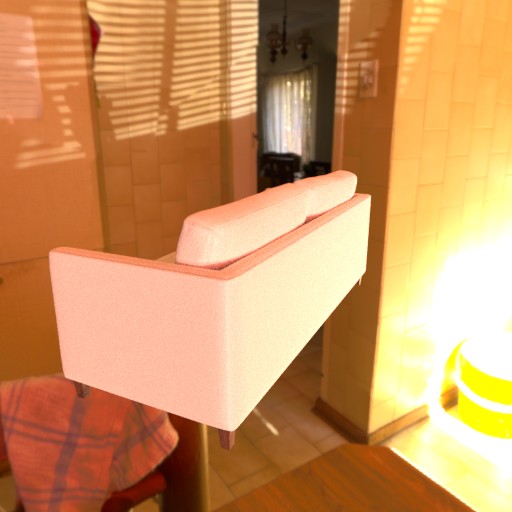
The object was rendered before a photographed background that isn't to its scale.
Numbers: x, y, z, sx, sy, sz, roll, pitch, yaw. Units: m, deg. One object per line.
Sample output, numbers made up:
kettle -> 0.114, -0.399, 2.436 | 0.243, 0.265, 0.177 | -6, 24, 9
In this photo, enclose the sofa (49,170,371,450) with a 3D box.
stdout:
sofa -> 0.000, 0.000, 2.831 | 0.951, 0.962, 2.361 | 8, 18, 25
